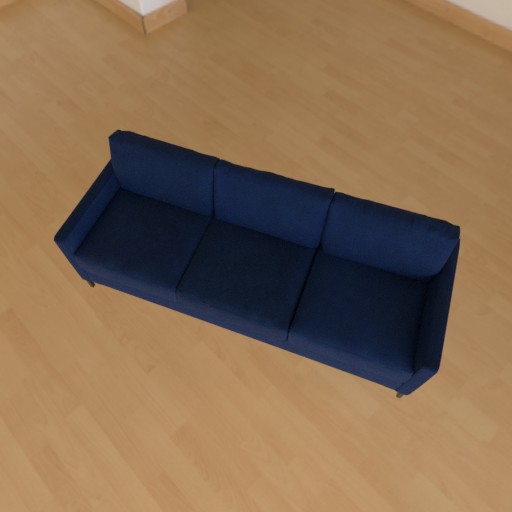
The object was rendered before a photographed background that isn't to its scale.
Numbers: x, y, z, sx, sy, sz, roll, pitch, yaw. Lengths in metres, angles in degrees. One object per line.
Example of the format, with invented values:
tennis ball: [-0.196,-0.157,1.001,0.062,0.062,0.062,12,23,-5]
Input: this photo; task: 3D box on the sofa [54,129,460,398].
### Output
sofa: [0.000,0.000,2.720,2.252,0.879,0.875,18,61,10]
